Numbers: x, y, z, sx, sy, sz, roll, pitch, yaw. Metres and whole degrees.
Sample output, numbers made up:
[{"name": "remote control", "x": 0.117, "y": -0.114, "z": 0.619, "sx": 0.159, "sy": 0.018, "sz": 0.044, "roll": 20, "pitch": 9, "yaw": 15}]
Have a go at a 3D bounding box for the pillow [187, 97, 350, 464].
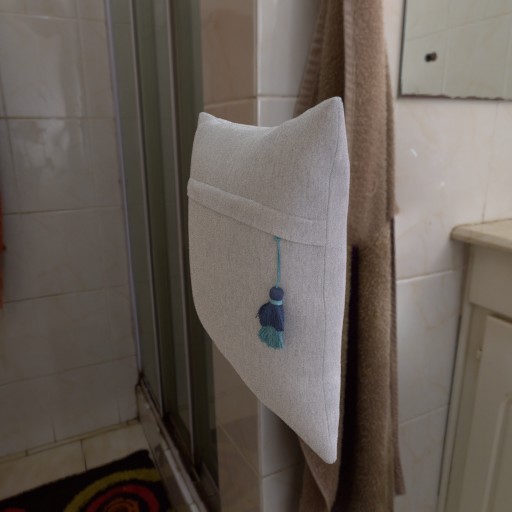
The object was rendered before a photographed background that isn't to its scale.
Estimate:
[{"name": "pillow", "x": 0.000, "y": 0.000, "z": 0.683, "sx": 0.173, "sy": 0.436, "sz": 0.433, "roll": -7, "pitch": 17, "yaw": -24}]
